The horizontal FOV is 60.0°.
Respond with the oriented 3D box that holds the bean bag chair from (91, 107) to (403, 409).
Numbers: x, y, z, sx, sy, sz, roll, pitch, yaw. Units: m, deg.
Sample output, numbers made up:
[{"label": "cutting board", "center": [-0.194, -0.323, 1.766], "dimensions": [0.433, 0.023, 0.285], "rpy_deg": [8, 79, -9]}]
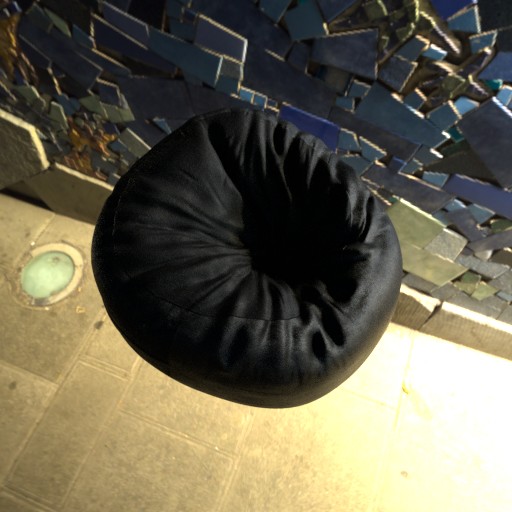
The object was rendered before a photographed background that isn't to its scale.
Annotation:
[{"label": "bean bag chair", "center": [0.000, 0.000, 2.376], "dimensions": [1.524, 0.878, 1.524], "rpy_deg": [32, 63, 18]}]
